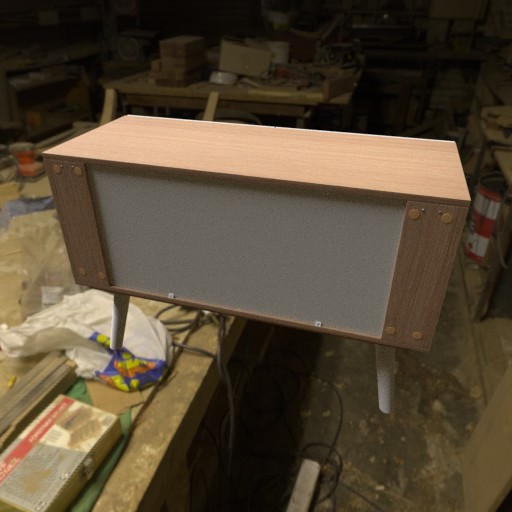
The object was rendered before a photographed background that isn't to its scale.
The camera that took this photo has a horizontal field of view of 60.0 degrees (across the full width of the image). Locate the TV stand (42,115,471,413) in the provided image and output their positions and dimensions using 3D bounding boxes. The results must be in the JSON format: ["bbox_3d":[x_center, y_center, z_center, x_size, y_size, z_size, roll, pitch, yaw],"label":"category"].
[{"bbox_3d":[0.000,0.000,1.315,0.991,0.660,0.407,9,32,14],"label":"TV stand"}]
